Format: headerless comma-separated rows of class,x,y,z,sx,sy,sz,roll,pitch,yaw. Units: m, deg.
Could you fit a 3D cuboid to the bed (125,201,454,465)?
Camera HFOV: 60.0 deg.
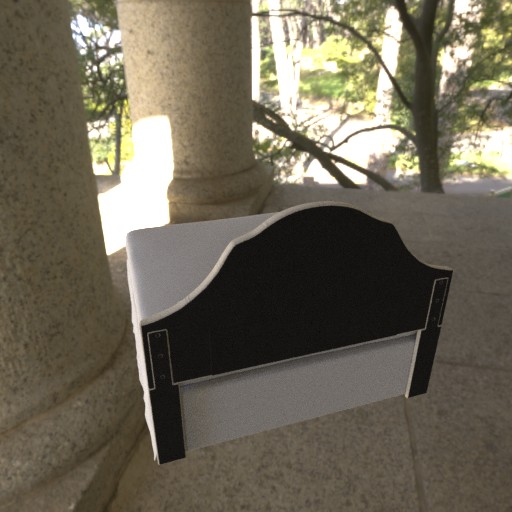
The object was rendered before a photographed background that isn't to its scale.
bed,0.000,0.000,3.496,2.012,1.555,2.086,-8,27,-16
